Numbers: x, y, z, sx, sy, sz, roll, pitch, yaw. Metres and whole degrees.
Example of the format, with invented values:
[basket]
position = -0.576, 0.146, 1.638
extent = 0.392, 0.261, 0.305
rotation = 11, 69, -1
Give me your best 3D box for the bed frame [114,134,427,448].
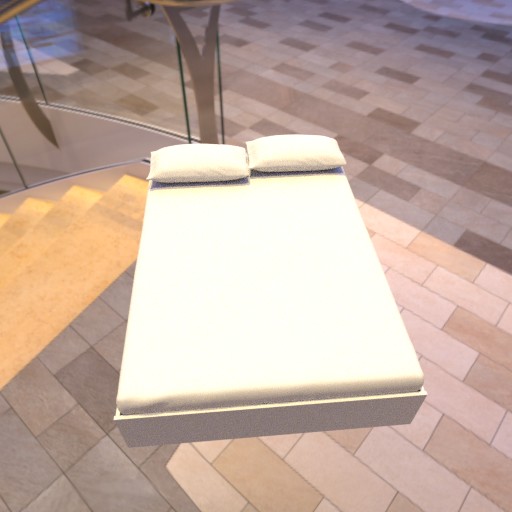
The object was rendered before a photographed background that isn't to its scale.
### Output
[bed frame]
position = 0.000, 0.000, 2.710
extent = 1.450, 0.629, 1.950
rotation = -3, 46, -3
